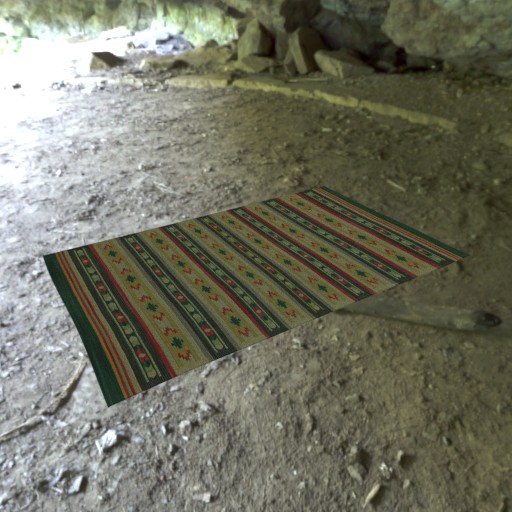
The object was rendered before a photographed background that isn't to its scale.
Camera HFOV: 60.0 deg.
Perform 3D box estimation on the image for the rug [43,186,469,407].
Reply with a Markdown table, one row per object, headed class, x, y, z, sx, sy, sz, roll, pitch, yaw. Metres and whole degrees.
| class | x | y | z | sx | sy | sz | roll | pitch | yaw |
| --- | --- | --- | --- | --- | --- | --- | --- | --- | --- |
| rug | 0.000 | 0.000 | 2.985 | 2.447 | 0.011 | 1.520 | -17 | 34 | -27 |
